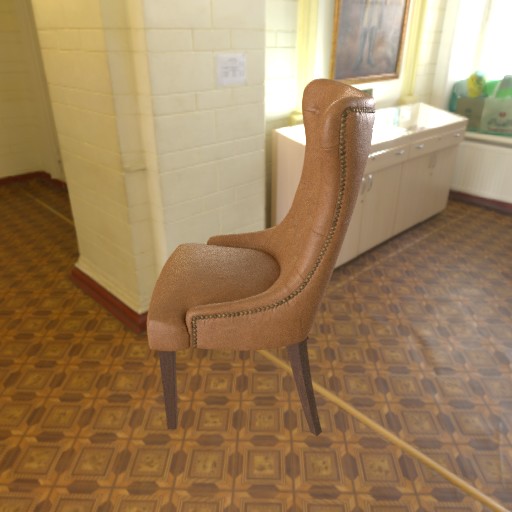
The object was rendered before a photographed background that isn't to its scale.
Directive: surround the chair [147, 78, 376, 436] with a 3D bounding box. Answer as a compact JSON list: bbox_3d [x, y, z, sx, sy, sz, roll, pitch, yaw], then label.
[{"bbox_3d":[0.000,0.000,1.479,0.669,1.065,0.611,1,26,1],"label":"chair"}]
